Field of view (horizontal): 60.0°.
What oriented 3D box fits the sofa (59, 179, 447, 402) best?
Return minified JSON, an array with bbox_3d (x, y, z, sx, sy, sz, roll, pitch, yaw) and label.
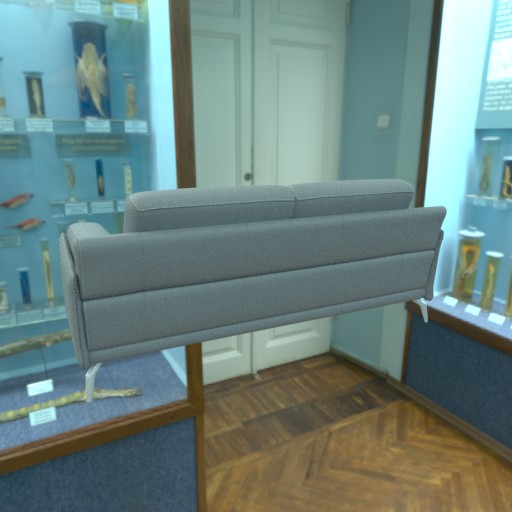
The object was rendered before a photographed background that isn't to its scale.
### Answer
[{"bbox_3d":[0.000,0.000,2.604,2.100,0.900,0.969,-7,16,-25],"label":"sofa"}]
